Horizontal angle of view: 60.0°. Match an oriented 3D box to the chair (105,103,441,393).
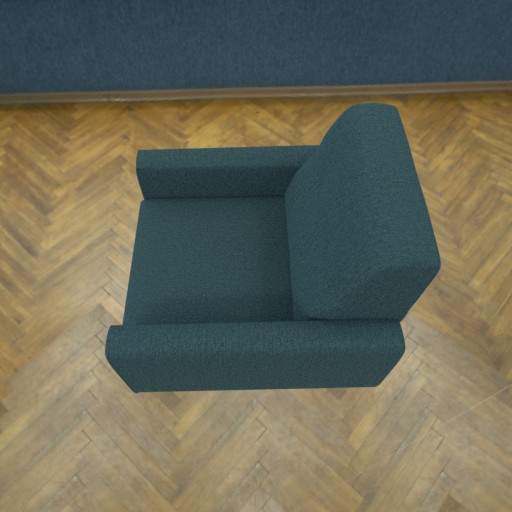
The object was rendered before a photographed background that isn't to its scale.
[{"bbox_3d":[0.000,0.000,1.676,0.964,0.940,0.880,-1,58,-1],"label":"chair"}]
